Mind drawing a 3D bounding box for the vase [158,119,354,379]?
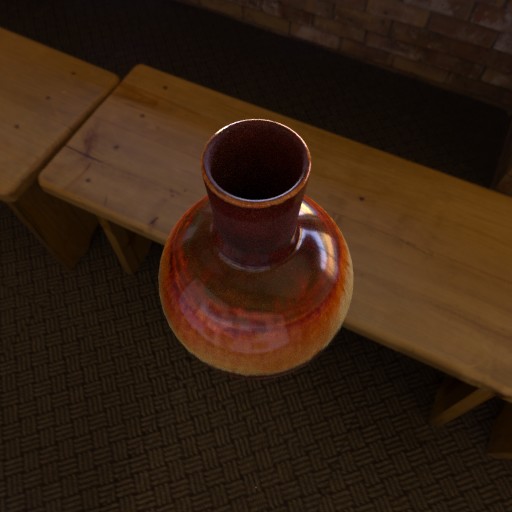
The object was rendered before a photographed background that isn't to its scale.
[{"bbox_3d":[0.000,0.000,0.232,0.111,0.154,0.111,0,62,0],"label":"vase"}]
